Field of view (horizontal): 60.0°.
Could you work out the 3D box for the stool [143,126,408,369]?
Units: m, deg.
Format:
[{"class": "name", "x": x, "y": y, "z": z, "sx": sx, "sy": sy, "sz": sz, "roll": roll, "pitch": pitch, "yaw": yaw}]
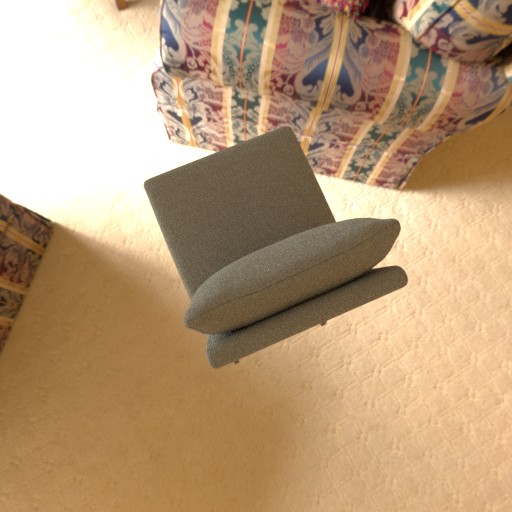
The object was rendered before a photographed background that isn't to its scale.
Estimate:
[{"class": "stool", "x": 0.000, "y": 0.000, "z": 1.393, "sx": 0.463, "sy": 1.132, "sz": 0.569, "roll": -23, "pitch": 77, "yaw": -5}]
